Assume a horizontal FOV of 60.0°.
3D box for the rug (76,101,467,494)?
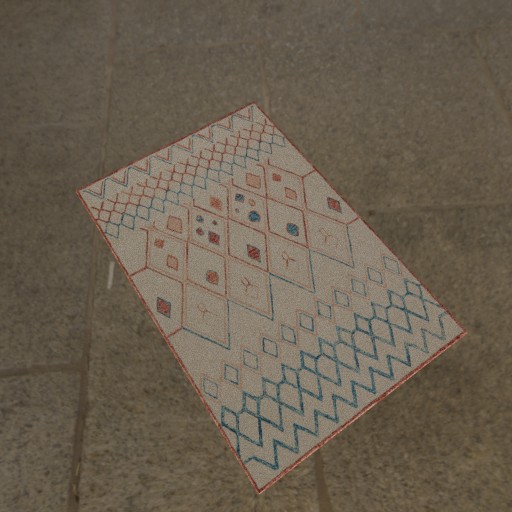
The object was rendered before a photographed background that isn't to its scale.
[{"bbox_3d":[0.000,0.000,2.318,1.219,0.016,1.829,-31,67,-15],"label":"rug"}]
